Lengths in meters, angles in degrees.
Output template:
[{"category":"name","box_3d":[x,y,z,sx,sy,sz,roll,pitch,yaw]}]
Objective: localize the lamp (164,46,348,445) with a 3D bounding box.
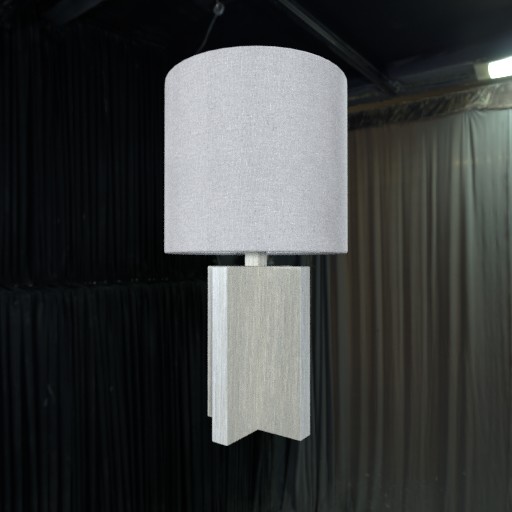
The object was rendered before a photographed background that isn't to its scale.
[{"category":"lamp","box_3d":[0.000,0.000,0.564,0.229,0.428,0.229,-1,-1,35]}]
